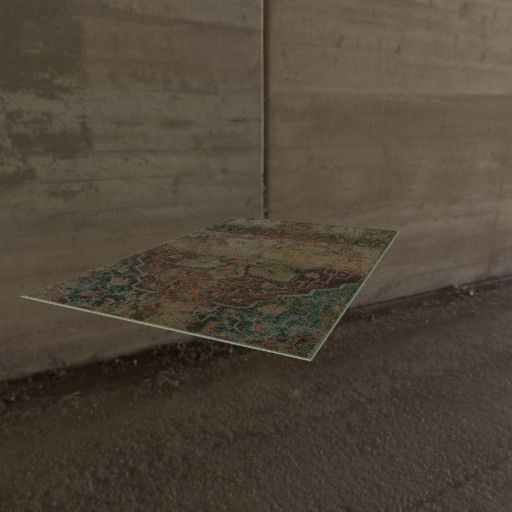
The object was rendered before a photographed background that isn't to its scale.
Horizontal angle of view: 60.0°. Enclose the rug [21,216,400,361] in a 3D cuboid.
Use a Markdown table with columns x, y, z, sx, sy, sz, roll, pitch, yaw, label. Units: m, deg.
| x | y | z | sx | sy | sz | roll | pitch | yaw | label |
| --- | --- | --- | --- | --- | --- | --- | --- | --- | --- |
| 0.000 | 0.000 | 2.937 | 1.566 | 0.004 | 2.363 | 8 | 18 | 25 | rug |
